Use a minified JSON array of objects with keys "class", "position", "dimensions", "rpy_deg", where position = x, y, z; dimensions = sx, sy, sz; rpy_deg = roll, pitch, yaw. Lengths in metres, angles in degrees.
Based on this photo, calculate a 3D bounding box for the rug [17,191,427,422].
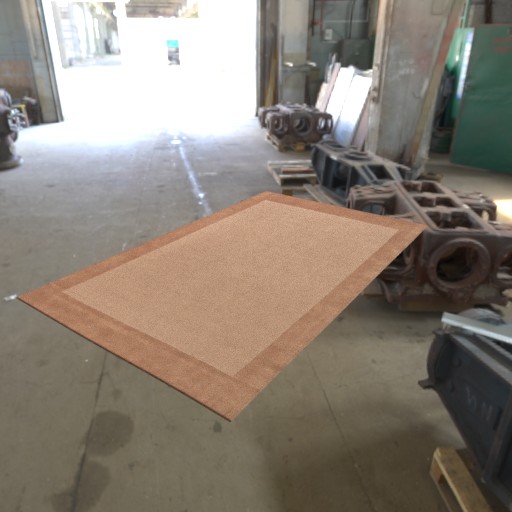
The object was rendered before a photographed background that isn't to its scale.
[{"class":"rug","position":[0.000,0.000,2.945],"dimensions":[1.524,0.014,2.438],"rpy_deg":[17,30,32]}]
